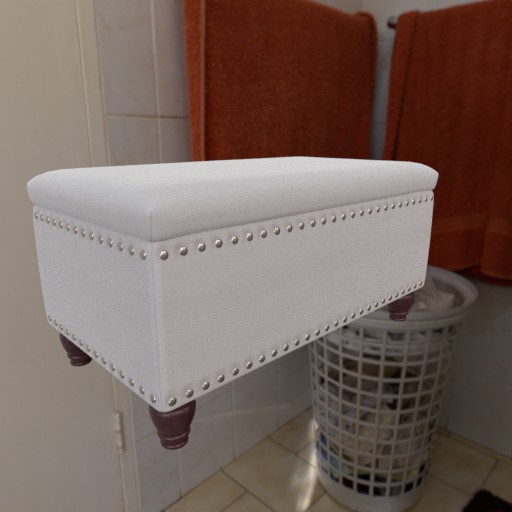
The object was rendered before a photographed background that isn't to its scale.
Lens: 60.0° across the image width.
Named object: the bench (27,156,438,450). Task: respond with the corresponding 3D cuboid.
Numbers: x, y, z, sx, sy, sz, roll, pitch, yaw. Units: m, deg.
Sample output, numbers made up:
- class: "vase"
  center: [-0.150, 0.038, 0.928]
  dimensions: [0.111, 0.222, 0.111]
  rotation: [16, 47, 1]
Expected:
- class: "bench"
  center: [0.000, 0.000, 1.115]
  dimensions: [0.887, 0.449, 0.500]
  rotation: [-14, 21, -42]
